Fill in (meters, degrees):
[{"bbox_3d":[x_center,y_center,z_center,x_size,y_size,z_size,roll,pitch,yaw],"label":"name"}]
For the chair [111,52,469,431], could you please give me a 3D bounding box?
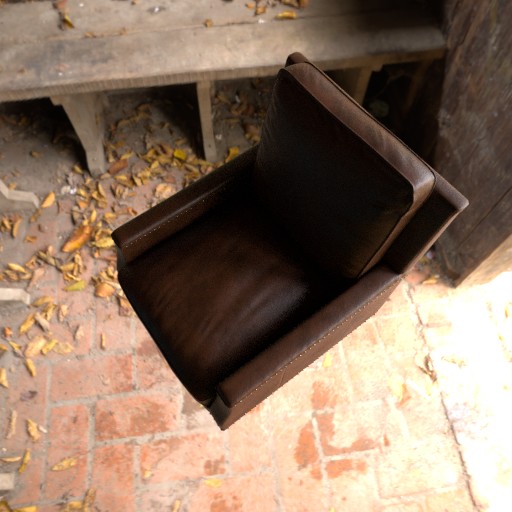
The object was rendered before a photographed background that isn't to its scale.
[{"bbox_3d":[0.000,0.000,1.785,1.035,1.054,0.854,-34,68,-15],"label":"chair"}]
